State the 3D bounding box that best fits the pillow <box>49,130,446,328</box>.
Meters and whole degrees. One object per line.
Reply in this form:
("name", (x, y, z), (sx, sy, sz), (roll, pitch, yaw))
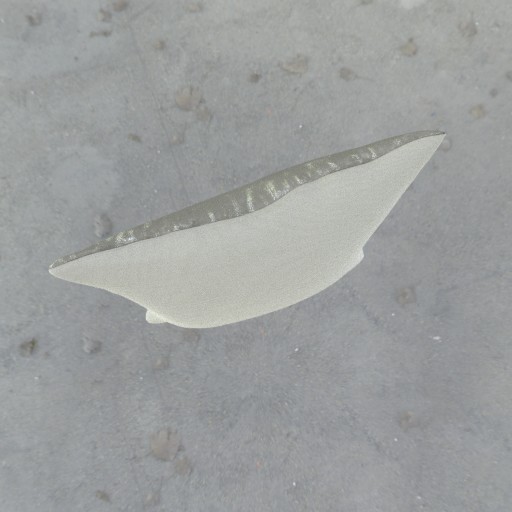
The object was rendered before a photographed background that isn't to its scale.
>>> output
("pillow", (0.000, 0.000, 0.707), (0.470, 0.464, 0.175), (-18, 76, -5))
